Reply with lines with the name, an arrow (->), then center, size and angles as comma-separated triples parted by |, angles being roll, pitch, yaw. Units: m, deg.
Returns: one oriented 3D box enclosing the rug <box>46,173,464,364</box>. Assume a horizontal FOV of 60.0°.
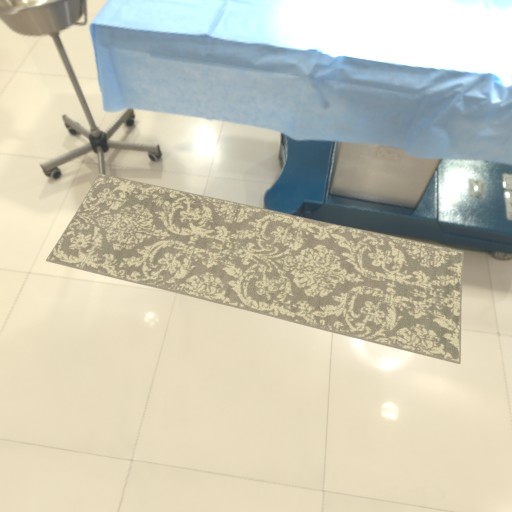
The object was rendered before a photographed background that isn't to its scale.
rug -> 0.000, 0.000, 2.429 | 2.196, 0.011, 0.662 | 13, 59, 8
